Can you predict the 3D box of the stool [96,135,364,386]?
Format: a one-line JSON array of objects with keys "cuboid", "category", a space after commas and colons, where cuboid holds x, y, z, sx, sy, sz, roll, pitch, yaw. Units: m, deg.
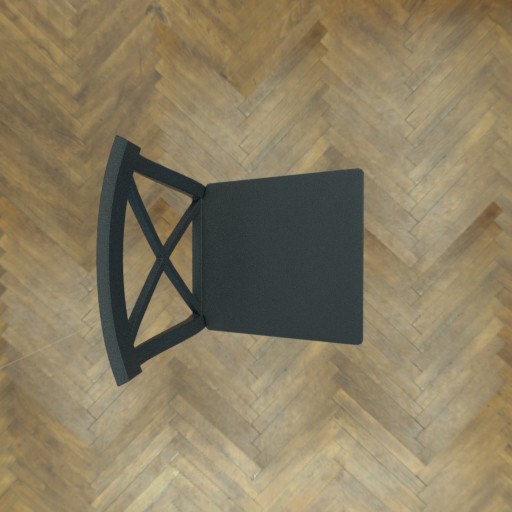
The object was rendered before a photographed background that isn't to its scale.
[{"cuboid": [0.000, 0.000, 1.269, 0.559, 0.989, 0.452, 0, 91, 0], "category": "stool"}]
